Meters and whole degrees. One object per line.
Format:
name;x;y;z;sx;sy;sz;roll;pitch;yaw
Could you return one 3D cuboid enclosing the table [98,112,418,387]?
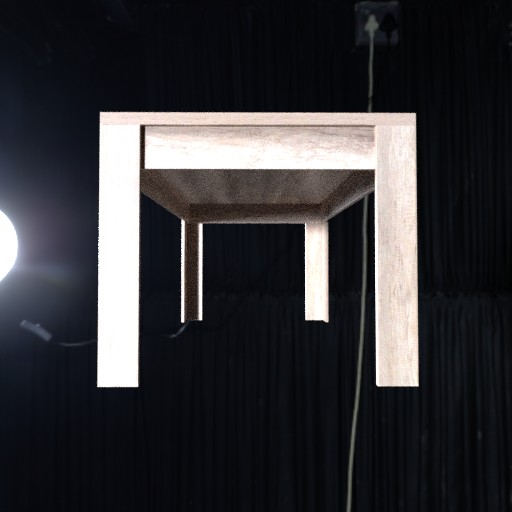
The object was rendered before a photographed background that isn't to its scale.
table;0.000;0.000;2.052;0.900;0.775;1.600;0;-2;-1
